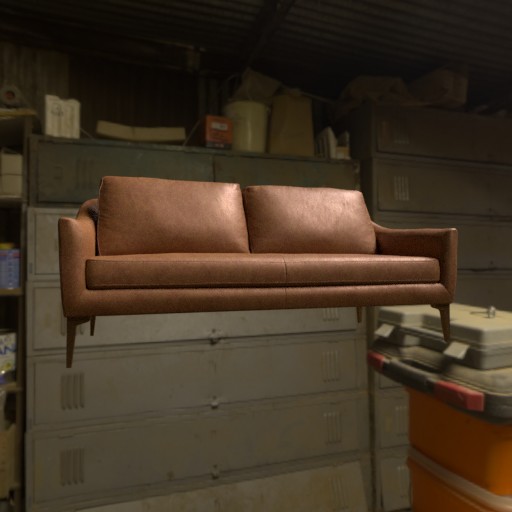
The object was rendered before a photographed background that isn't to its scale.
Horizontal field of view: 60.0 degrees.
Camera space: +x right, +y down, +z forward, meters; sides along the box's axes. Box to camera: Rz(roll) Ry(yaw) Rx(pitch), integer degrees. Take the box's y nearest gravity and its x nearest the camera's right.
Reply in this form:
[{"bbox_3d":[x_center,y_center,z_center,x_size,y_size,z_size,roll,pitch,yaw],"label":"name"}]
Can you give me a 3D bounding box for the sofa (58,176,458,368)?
[{"bbox_3d":[0.000,0.000,2.565,2.036,0.945,0.981,0,-1,-18],"label":"sofa"}]
